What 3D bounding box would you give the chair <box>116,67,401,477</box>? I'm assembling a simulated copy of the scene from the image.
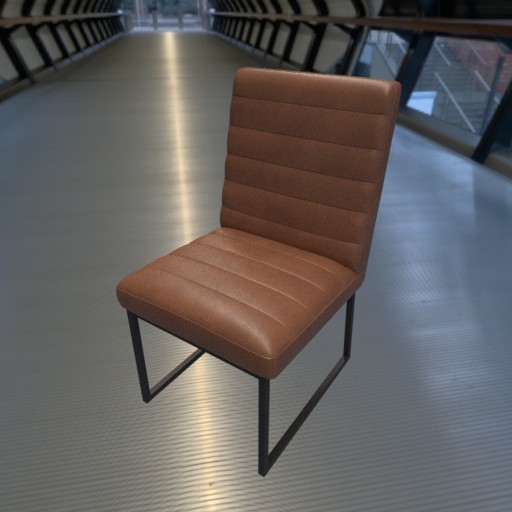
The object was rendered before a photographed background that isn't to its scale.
[{"bbox_3d":[0.000,0.000,1.277,0.520,0.930,0.634,19,35,29],"label":"chair"}]
